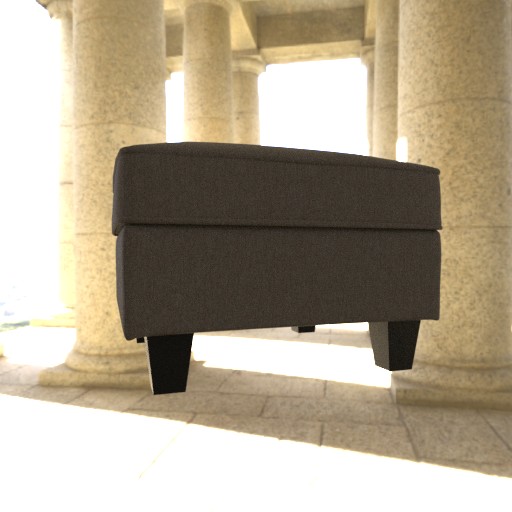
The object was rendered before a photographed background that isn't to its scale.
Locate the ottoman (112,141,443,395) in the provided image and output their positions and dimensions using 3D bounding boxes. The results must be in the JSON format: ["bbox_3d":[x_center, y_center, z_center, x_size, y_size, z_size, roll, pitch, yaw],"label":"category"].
[{"bbox_3d":[0.000,0.000,1.407,0.871,0.612,0.808,0,0,-18],"label":"ottoman"}]
